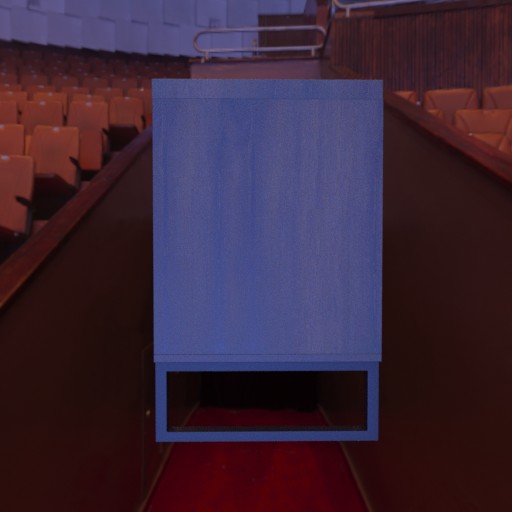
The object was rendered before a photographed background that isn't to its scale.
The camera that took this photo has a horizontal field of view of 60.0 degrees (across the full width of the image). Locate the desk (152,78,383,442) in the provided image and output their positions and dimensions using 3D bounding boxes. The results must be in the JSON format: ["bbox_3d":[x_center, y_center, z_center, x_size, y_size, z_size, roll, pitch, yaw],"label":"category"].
[{"bbox_3d":[0.000,0.000,1.482,0.511,0.752,1.134,0,1,-1],"label":"desk"}]
